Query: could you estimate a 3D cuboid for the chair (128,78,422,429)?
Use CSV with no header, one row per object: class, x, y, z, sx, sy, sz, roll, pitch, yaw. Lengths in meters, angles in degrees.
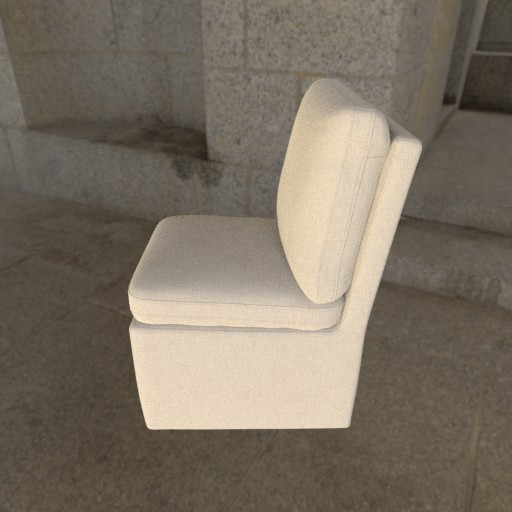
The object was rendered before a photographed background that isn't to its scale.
chair,0.000,0.000,1.304,0.698,0.927,0.503,0,28,0
